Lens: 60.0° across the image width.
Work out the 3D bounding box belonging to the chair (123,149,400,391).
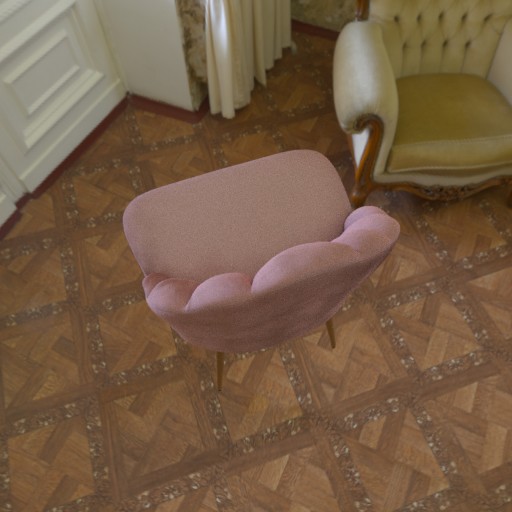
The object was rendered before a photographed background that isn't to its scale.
[{"bbox_3d":[0.000,0.000,1.262,0.657,0.819,0.599,-18,61,-10],"label":"chair"}]
